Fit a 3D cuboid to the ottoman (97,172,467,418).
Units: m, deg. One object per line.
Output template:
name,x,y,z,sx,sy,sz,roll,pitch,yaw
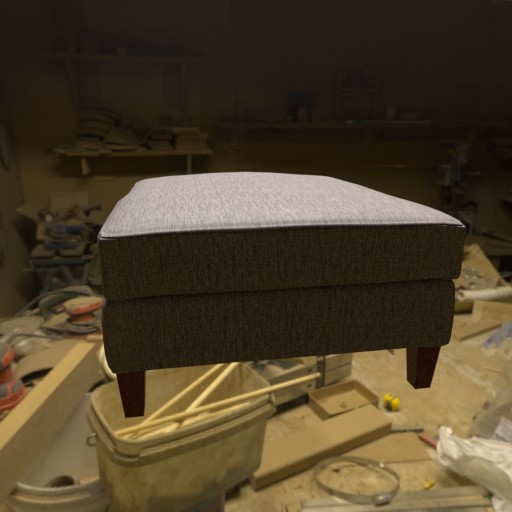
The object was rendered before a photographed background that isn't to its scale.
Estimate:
ottoman,0.000,0.000,1.451,0.839,0.492,0.994,-3,16,-9
